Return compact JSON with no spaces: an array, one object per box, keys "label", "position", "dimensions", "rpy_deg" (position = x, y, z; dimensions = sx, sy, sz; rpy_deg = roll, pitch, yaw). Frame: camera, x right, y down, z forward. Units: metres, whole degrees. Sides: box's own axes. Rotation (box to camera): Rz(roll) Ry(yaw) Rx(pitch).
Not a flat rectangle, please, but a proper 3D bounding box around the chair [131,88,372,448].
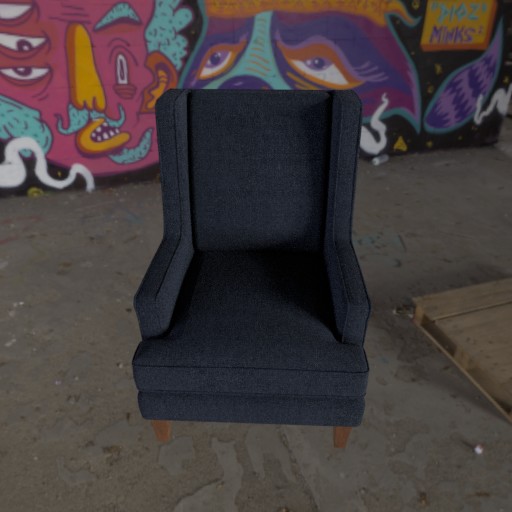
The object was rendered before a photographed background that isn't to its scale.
[{"label":"chair","position":[0.000,0.000,1.696],"dimensions":[0.764,1.072,0.947],"rpy_deg":[1,31,2]}]
